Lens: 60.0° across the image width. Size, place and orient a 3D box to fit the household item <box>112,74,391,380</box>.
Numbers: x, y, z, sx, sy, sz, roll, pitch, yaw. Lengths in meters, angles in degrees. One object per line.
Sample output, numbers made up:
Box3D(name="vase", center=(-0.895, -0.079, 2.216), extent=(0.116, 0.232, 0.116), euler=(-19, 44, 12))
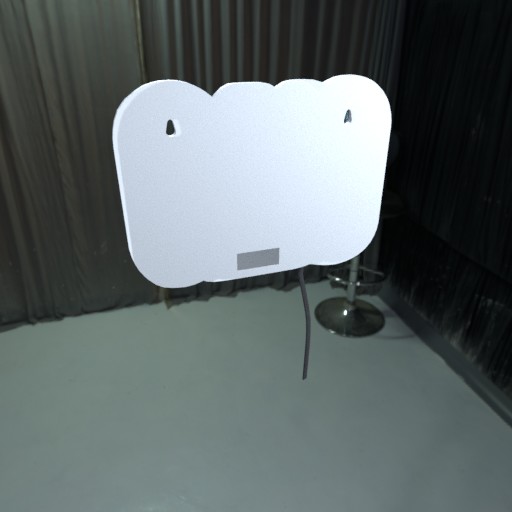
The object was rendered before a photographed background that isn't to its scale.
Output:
Box3D(name="household item", center=(0.000, 0.000, 0.387), extent=(0.211, 0.294, 0.042), euler=(-9, 28, -17))
